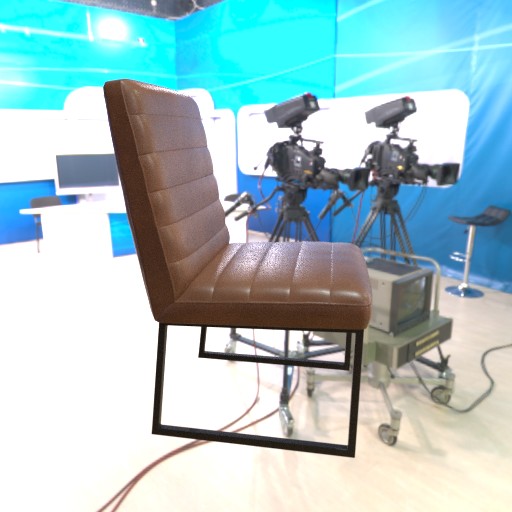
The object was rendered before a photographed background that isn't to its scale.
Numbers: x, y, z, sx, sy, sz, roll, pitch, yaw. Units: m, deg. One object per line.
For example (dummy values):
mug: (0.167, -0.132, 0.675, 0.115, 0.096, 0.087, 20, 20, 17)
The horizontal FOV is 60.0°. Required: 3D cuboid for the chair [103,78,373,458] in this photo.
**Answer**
chair: (0.000, 0.000, 1.289, 0.634, 0.930, 0.520, 3, 16, 9)
